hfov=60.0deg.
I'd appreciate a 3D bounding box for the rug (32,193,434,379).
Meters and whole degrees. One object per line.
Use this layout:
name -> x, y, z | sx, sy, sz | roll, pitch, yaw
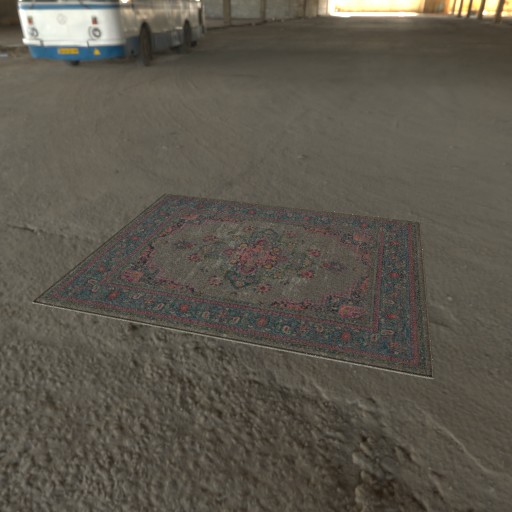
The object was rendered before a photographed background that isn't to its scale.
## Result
rug -> 0.000, 0.000, 4.203 | 3.057, 0.013, 2.434 | 8, 31, 14
